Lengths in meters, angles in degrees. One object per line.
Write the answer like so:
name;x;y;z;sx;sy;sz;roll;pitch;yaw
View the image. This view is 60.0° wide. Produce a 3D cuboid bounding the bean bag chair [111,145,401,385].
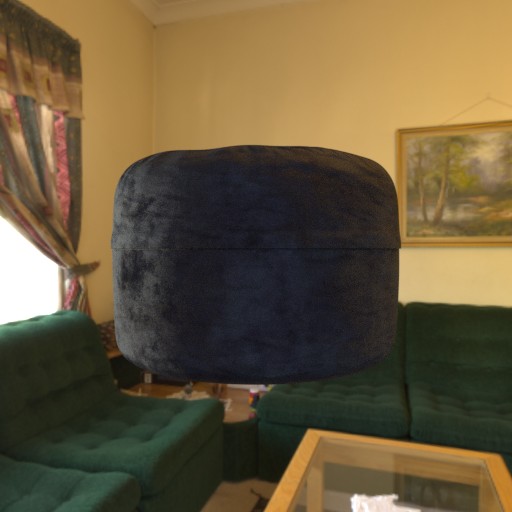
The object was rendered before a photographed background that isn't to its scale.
bean bag chair;0.000;0.000;1.471;0.918;0.616;0.918;0;1;0
